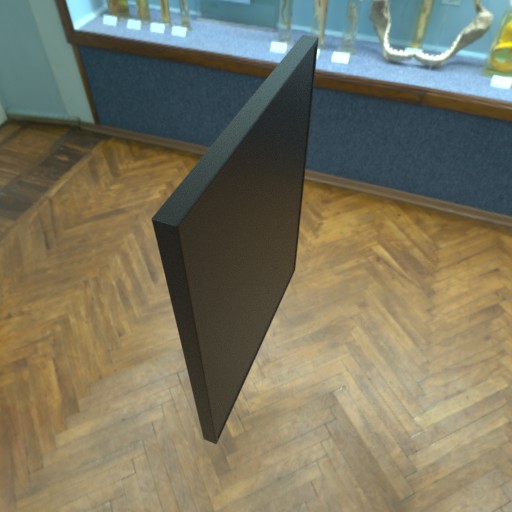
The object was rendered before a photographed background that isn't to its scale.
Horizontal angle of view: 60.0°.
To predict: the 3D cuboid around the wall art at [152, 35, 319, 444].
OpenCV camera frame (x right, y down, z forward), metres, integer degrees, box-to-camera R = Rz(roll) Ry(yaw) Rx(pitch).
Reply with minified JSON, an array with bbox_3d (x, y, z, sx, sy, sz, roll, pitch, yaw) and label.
[{"bbox_3d":[0.000,0.000,0.749,0.028,0.551,0.451,17,50,15],"label":"wall art"}]
